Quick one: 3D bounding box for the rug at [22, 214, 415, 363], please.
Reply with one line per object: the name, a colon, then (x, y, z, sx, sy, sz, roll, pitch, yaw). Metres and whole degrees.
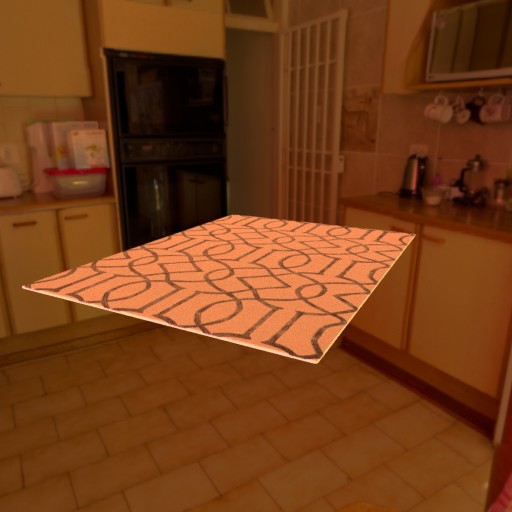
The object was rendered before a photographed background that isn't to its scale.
rug: (0.000, 0.000, 3.864, 2.211, 0.021, 2.910, 9, 19, 27)
